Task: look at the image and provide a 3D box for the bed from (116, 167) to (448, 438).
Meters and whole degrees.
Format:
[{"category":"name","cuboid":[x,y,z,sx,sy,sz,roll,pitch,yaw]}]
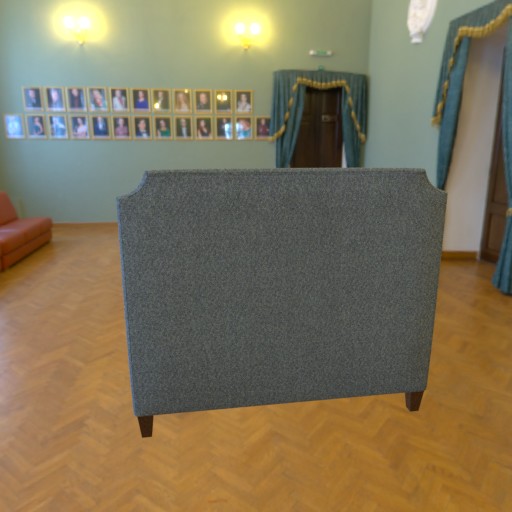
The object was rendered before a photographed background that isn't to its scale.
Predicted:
[{"category":"bed","cuboid":[0.000,0.000,3.462,1.712,1.443,2.372,-2,14,-9]}]
